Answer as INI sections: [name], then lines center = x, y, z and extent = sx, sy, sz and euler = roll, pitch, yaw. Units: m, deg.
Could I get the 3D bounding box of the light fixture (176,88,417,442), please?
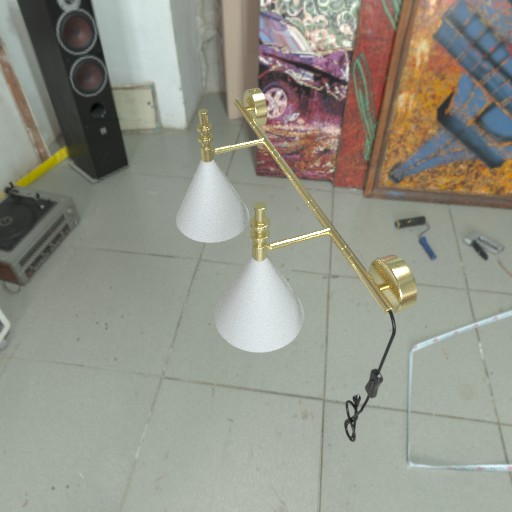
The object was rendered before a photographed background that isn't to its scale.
[light fixture]
center = 0.000, 0.000, 0.858
extent = 0.239, 0.468, 0.642
euler = -16, 49, -14
